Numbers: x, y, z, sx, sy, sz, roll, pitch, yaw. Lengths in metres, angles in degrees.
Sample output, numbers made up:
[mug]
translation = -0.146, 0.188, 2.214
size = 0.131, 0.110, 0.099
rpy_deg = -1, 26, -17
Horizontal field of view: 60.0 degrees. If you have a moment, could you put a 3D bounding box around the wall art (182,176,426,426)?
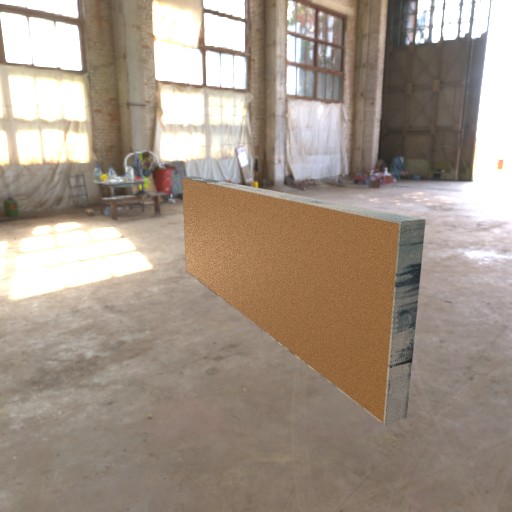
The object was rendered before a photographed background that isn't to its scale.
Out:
[wall art]
translation = 0.000, 0.000, 0.842
size = 0.037, 0.251, 0.759
rpy_deg = -7, 16, -26
